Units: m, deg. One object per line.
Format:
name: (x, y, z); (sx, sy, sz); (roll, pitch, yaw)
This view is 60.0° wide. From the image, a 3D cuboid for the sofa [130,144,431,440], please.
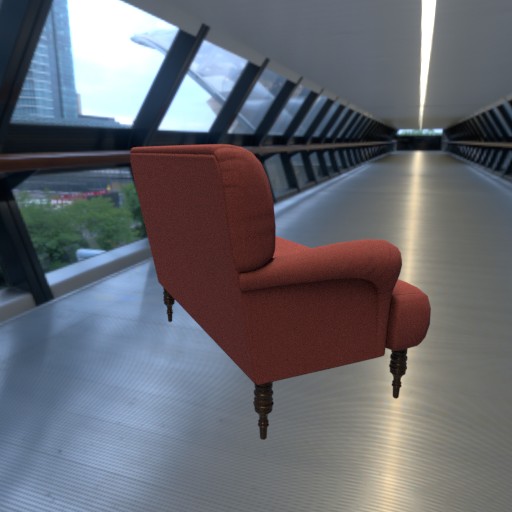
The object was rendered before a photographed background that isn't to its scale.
sofa: (0.000, 0.000, 1.851); (0.779, 0.889, 1.297); (-6, 15, -25)
